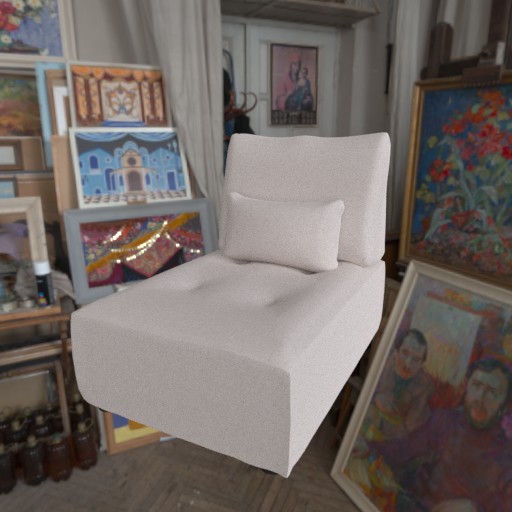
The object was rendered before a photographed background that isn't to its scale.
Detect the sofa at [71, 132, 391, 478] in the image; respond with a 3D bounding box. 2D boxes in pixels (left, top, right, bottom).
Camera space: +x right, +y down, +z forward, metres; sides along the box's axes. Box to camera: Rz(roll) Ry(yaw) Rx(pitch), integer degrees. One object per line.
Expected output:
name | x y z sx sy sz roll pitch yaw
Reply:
sofa | 0.000 0.000 1.519 0.700 0.820 1.000 8 17 26
